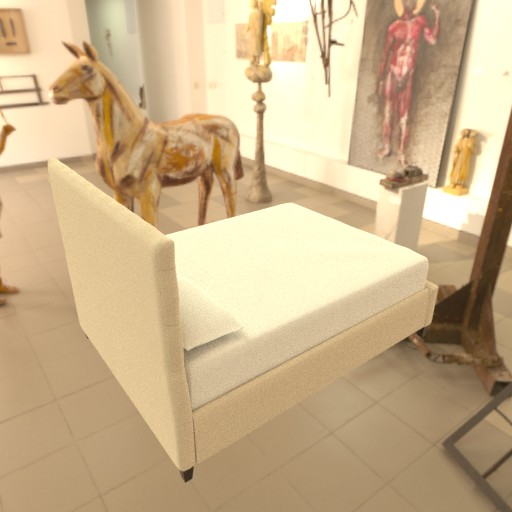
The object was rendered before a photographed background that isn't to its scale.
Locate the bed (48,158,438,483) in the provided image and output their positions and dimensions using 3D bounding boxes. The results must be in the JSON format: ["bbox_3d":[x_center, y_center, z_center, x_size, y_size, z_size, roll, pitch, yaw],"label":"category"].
[{"bbox_3d":[0.000,0.000,3.233,2.233,1.426,1.696,-18,32,-33],"label":"bed"}]
